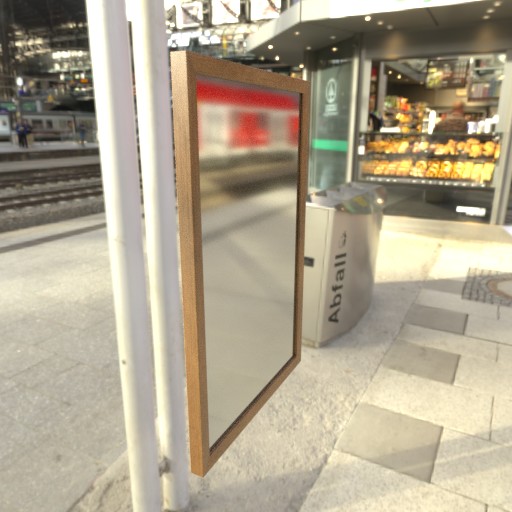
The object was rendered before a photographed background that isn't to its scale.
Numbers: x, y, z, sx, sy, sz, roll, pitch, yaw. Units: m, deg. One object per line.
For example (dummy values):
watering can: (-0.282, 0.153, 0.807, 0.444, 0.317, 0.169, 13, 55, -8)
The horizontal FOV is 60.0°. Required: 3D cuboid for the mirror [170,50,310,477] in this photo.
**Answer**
mirror: (0.000, 0.000, 1.175, 0.040, 0.915, 0.609, 8, 18, 26)
